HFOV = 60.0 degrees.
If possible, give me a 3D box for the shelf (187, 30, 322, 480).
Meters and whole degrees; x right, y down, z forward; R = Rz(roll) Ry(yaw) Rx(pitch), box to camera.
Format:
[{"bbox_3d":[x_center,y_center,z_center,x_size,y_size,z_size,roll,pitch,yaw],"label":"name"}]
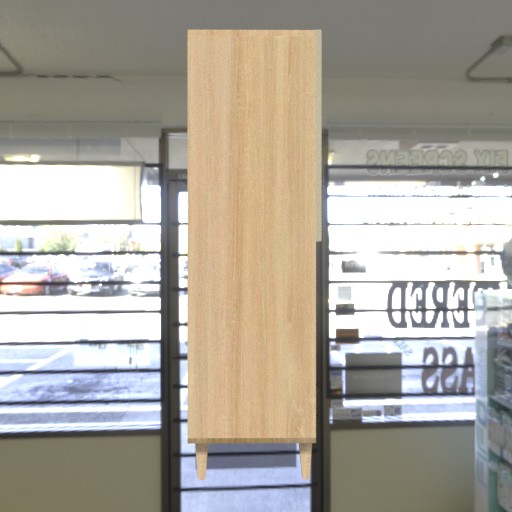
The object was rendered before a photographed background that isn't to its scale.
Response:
[{"bbox_3d":[0.000,0.000,1.870,0.434,1.405,0.995,0,0,0],"label":"shelf"}]
